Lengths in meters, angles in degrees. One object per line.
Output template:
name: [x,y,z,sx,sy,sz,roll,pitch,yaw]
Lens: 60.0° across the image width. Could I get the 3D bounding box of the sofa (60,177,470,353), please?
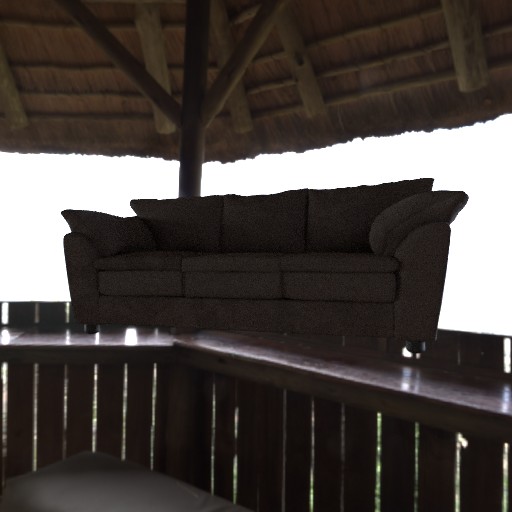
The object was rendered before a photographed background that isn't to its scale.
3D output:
sofa: [0.000,0.000,2.819,2.377,0.981,0.893,0,-1,18]
